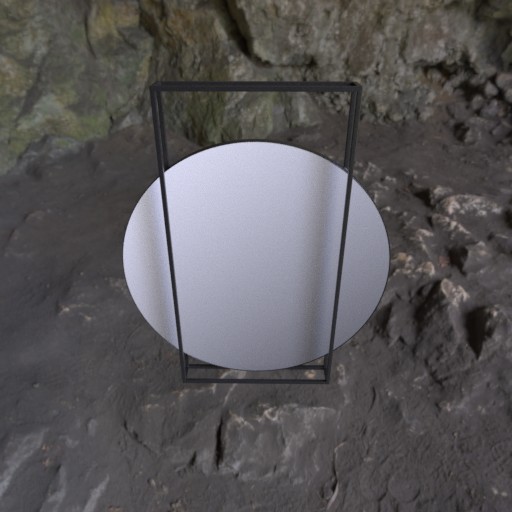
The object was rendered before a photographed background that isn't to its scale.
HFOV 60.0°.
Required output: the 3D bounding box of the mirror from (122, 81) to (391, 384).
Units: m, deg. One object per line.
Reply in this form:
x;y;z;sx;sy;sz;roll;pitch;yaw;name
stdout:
0.000;0.000;0.823;0.508;0.603;0.051;0;30;1;mirror
